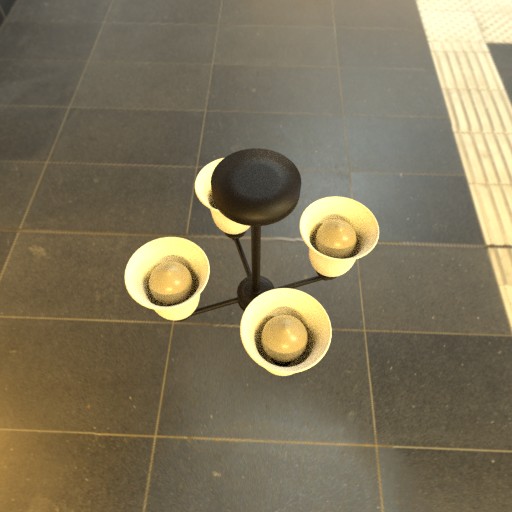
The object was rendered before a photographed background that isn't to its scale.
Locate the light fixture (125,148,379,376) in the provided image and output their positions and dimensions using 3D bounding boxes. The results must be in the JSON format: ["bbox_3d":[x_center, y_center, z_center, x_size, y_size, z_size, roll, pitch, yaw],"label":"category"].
[{"bbox_3d":[0.000,0.000,1.857,1.069,0.925,1.069,-15,58,-9],"label":"light fixture"}]
